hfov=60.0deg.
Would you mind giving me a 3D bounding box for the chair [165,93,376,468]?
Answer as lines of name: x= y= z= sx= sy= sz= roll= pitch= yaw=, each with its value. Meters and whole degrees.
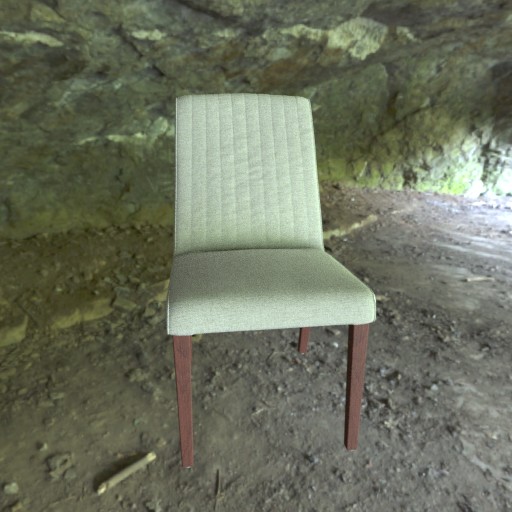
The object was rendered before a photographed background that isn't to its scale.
chair: x=0.000 y=0.000 z=1.244 sx=0.480 sy=0.900 sz=0.594 roll=-2 pitch=16 yaw=-8
